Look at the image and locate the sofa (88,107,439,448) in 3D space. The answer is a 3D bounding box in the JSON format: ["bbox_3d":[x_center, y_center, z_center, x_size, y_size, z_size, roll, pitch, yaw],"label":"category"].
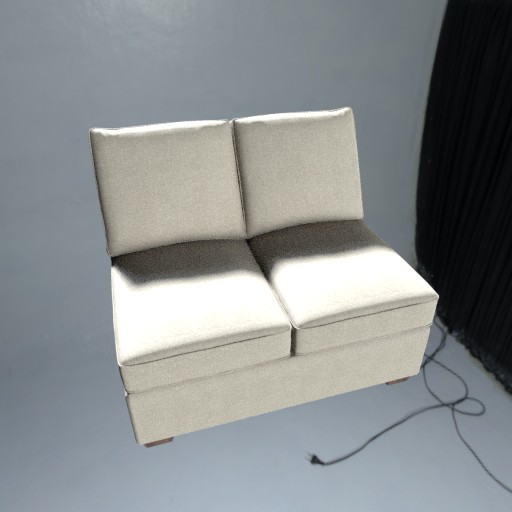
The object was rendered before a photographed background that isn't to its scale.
[{"bbox_3d":[0.000,0.000,1.925,1.232,1.006,0.978,-9,34,-14],"label":"sofa"}]
